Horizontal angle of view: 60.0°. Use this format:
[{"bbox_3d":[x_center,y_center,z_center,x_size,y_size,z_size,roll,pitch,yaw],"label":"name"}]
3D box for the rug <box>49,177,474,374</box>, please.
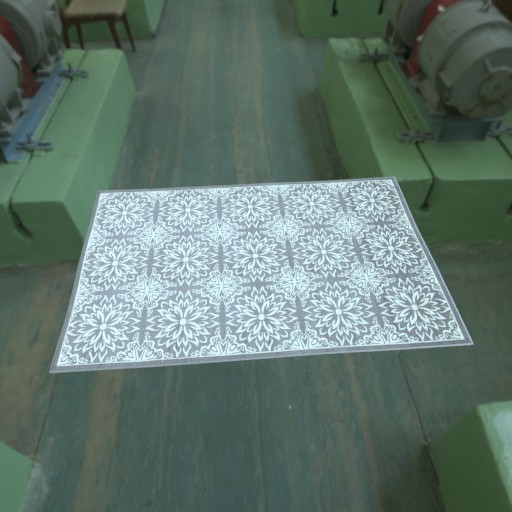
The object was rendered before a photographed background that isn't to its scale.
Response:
[{"bbox_3d":[0.000,0.000,3.467,2.746,0.018,1.819,-3,47,-3],"label":"rug"}]
